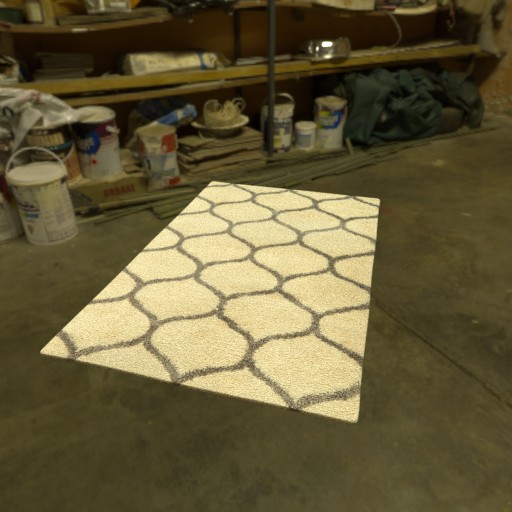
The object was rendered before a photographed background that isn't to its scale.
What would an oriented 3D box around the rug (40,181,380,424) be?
[{"bbox_3d":[0.000,0.000,2.916,1.501,0.024,2.348,8,31,13],"label":"rug"}]
